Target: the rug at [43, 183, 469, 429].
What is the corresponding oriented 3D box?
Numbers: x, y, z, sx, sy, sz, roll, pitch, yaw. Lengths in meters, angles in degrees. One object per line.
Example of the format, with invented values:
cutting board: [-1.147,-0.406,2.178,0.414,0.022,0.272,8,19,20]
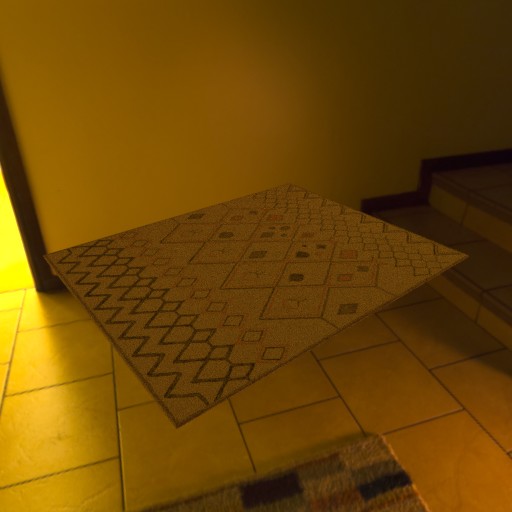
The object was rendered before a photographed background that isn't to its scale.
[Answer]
rug: [0.000,0.000,4.057,3.050,0.016,2.441,-21,36,-33]
